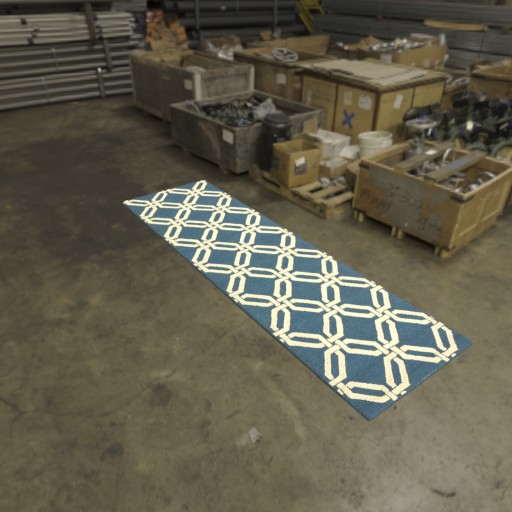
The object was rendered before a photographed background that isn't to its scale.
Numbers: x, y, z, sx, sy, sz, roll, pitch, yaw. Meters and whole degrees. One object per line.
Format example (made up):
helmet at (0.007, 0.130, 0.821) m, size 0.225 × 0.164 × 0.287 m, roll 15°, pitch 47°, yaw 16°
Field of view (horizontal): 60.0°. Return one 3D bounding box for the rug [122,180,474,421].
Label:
rug at (0.000, 0.000, 2.532) m, size 0.678 × 0.014 × 2.276 m, roll -22°, pitch 38°, yaw -30°
